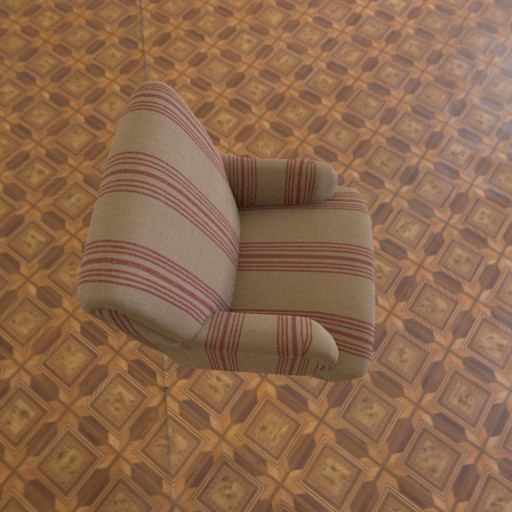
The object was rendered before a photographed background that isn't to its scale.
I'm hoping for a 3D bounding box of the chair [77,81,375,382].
[{"bbox_3d":[0.000,0.000,1.896,1.058,1.123,0.933,4,65,2],"label":"chair"}]
